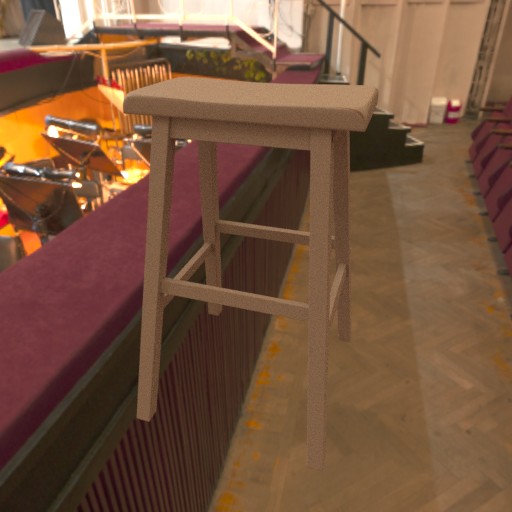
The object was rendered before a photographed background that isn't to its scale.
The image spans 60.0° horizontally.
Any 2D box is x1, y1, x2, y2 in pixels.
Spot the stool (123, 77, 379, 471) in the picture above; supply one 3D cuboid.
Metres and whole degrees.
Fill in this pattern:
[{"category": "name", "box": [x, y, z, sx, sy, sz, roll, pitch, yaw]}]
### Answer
[{"category": "stool", "box": [0.000, 0.000, 1.035, 0.457, 0.737, 0.476, 9, 31, 16]}]
